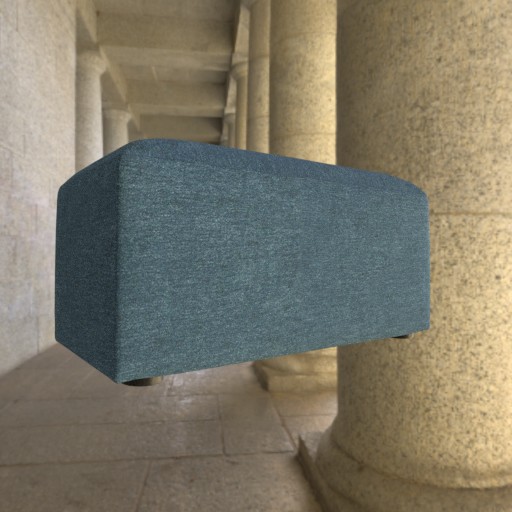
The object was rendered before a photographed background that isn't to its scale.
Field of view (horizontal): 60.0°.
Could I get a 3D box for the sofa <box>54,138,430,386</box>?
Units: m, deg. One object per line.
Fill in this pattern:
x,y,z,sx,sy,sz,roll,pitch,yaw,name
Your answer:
0.000,0.000,1.202,0.930,0.470,0.480,0,0,-36,sofa
